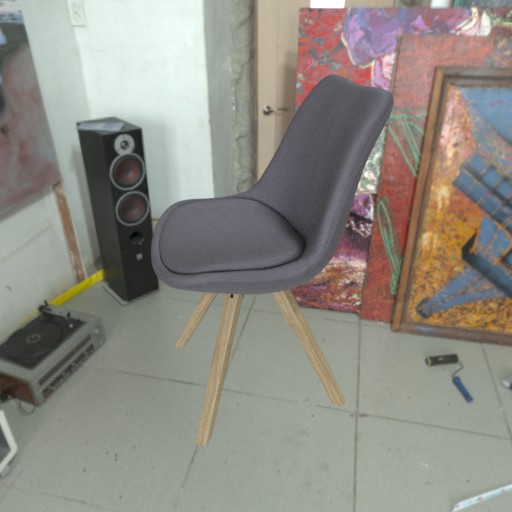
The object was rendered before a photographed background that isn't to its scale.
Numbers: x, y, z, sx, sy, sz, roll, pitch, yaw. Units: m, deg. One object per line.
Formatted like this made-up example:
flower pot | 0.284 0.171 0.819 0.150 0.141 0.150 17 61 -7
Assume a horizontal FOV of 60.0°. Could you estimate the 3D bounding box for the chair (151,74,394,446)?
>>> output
chair | 0.000 0.000 1.197 0.547 0.865 0.483 -9 31 -15
